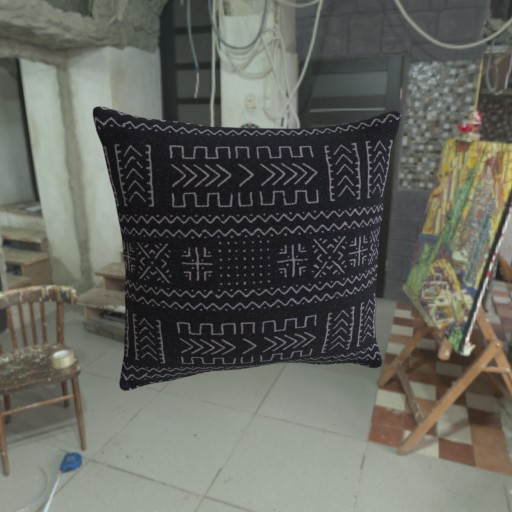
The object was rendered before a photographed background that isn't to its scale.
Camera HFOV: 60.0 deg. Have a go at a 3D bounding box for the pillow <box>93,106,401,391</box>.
[{"bbox_3d":[0.000,0.000,0.675,0.438,0.430,0.164,-2,17,-8],"label":"pillow"}]
